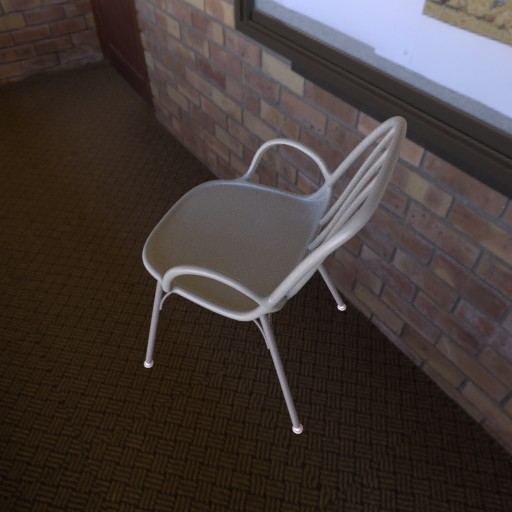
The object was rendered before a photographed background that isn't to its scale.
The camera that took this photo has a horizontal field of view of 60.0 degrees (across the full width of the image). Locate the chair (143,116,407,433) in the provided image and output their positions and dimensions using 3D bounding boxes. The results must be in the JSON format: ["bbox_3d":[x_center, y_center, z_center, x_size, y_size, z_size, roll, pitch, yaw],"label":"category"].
[{"bbox_3d":[0.000,0.000,1.225,0.597,0.816,0.549,17,49,16],"label":"chair"}]
